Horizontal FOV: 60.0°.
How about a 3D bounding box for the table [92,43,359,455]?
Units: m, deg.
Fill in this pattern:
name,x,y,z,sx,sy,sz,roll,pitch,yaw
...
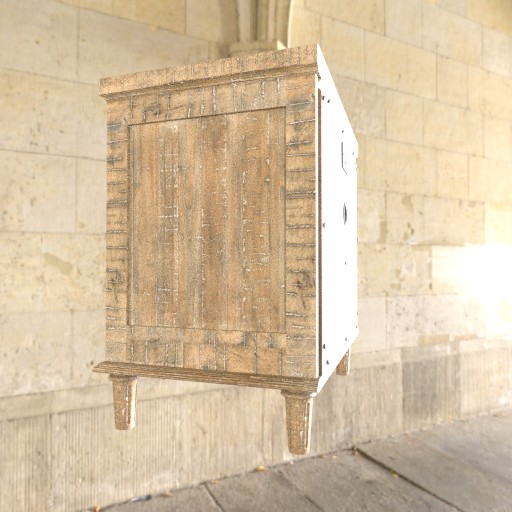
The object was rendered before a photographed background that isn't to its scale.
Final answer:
name,x,y,z,sx,sy,sz,roll,pitch,yaw
table,0.000,0.000,1.135,0.457,0.711,0.686,0,-1,19
